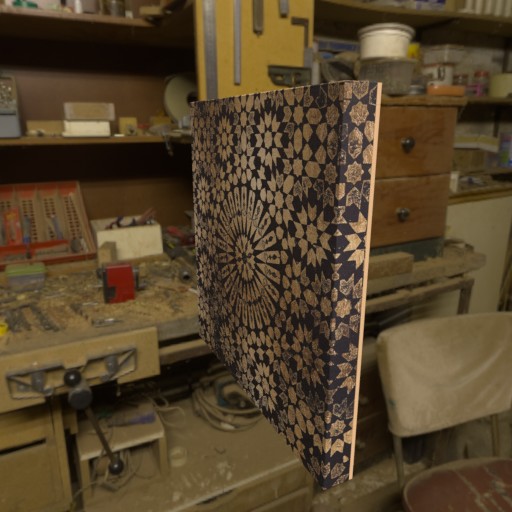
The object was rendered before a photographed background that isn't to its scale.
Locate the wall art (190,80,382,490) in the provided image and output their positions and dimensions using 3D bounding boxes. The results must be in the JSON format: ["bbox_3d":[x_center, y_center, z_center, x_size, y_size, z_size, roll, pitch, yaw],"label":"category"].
[{"bbox_3d":[0.000,0.000,0.594,0.038,0.405,0.405,-8,18,-25],"label":"wall art"}]
